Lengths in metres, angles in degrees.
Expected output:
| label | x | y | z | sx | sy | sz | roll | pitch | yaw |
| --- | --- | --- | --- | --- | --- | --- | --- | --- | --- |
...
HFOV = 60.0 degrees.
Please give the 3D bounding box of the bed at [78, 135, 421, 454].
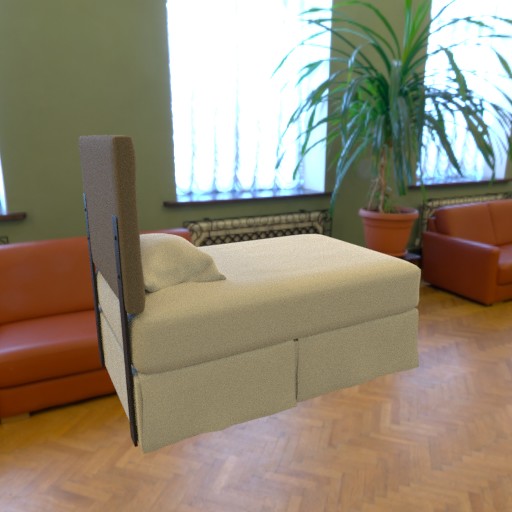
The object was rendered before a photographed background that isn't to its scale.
| label | x | y | z | sx | sy | sz | roll | pitch | yaw |
| --- | --- | --- | --- | --- | --- | --- | --- | --- | --- |
| bed | 0.000 | 0.000 | 2.993 | 1.997 | 1.571 | 1.261 | -8 | 17 | -27 |
